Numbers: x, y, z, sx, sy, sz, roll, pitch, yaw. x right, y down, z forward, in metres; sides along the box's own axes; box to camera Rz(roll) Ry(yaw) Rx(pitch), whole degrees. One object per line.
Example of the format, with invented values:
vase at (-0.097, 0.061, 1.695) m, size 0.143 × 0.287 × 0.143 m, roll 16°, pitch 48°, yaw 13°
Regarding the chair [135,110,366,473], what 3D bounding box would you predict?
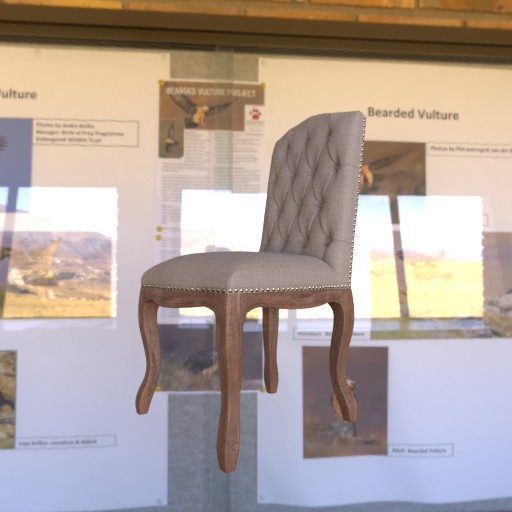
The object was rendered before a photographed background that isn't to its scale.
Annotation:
chair at (0.000, 0.000, 1.652) m, size 0.731 × 1.191 × 0.637 m, roll 1°, pitch -2°, yaw -37°
